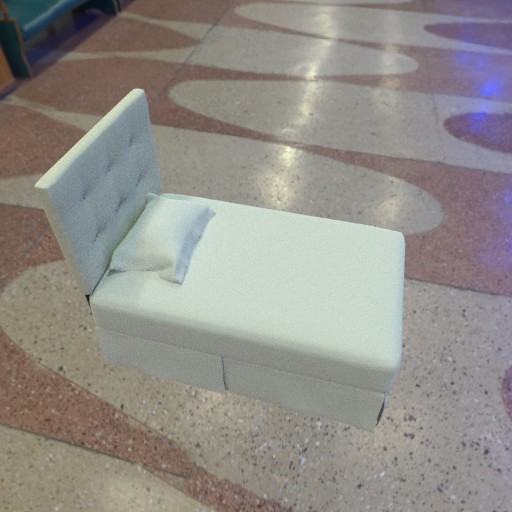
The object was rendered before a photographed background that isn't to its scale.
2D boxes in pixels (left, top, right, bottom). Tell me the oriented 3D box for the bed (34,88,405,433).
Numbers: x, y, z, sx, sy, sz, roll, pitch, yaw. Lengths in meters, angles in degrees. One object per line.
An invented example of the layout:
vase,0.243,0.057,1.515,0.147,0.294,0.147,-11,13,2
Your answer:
bed,0.000,0.000,2.924,1.997,1.571,1.261,11,46,10
